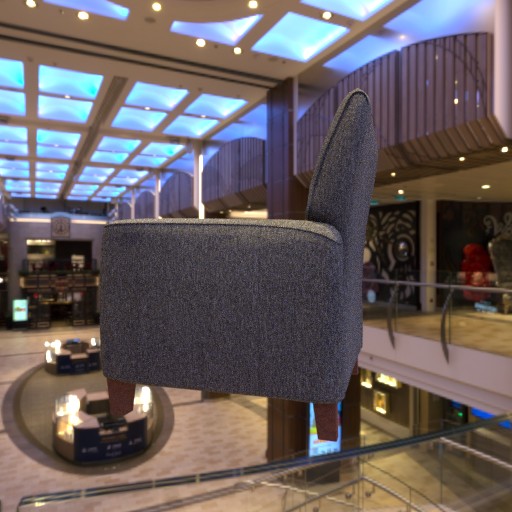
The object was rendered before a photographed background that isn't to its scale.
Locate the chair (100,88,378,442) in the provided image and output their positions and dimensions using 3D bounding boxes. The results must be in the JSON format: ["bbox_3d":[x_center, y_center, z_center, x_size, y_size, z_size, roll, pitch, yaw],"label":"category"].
[{"bbox_3d":[0.000,0.000,1.663,0.864,1.014,0.848,0,0,17],"label":"chair"}]
